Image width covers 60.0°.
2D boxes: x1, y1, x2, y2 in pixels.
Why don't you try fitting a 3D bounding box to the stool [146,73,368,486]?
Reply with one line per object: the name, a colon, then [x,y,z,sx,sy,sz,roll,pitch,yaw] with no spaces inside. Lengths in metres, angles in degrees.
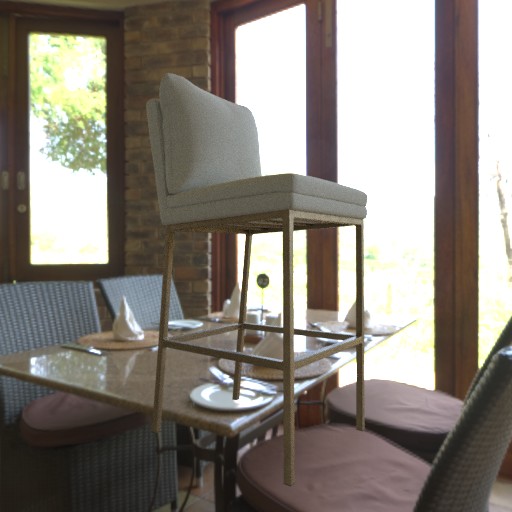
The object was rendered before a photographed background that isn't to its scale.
stool: [0.000,0.000,1.417,0.572,1.125,0.463,0,0,37]
